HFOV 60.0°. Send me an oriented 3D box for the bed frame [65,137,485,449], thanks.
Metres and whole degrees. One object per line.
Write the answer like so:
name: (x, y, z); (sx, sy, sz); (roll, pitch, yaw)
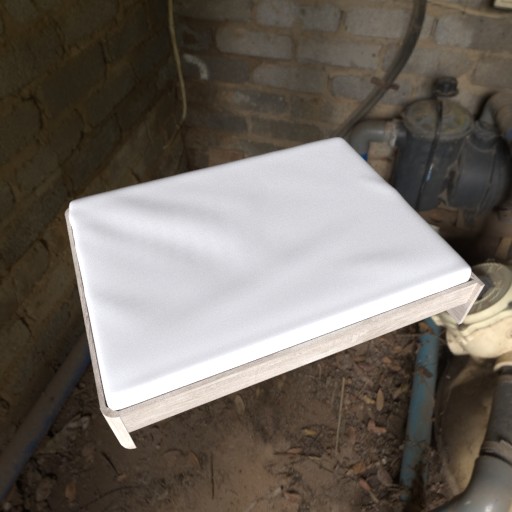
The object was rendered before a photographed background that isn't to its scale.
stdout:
bed frame: (0.000, 0.000, 2.599); (1.950, 0.462, 1.490); (-17, 49, -15)
